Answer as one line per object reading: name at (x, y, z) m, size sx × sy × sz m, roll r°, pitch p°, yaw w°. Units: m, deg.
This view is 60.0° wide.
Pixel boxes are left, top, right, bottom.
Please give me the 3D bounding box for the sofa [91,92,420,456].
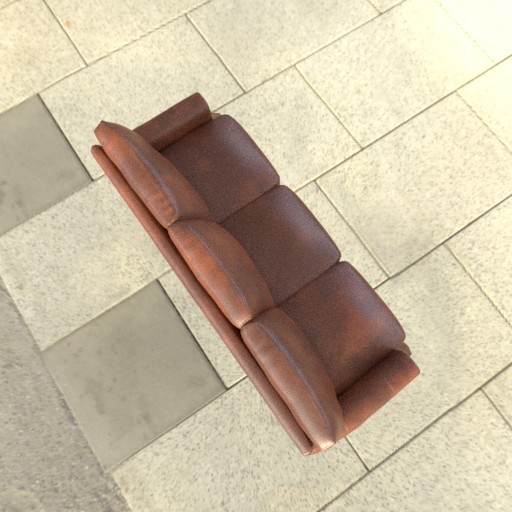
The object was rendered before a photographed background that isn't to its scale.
sofa at (0.000, 0.000, 2.871) m, size 0.973 × 0.977 × 2.351 m, roll -35°, pitch 78°, yaw -8°
